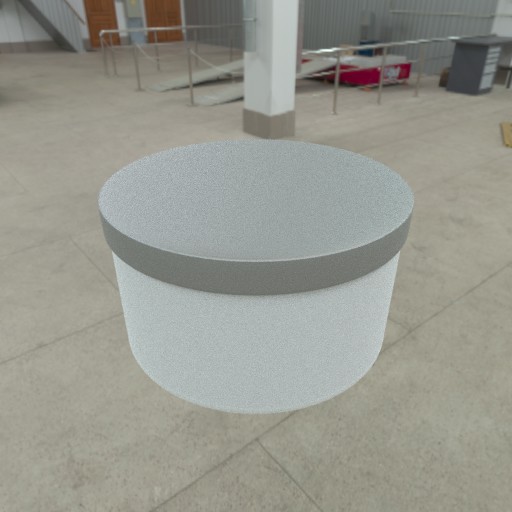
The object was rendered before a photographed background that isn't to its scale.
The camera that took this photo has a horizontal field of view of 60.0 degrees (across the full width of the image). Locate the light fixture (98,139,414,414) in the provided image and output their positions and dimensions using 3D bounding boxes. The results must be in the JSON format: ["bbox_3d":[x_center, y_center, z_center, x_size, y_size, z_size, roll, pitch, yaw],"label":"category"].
[{"bbox_3d":[0.000,0.000,0.632,0.393,0.229,0.393,0,31,0],"label":"light fixture"}]
